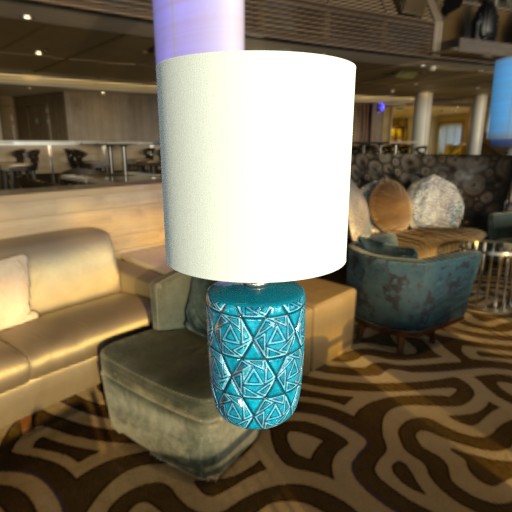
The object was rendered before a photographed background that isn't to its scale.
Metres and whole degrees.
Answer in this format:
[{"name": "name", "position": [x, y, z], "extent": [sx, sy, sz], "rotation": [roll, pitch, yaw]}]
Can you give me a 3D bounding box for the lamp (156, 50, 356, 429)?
[{"name": "lamp", "position": [0.000, 0.000, 0.483], "extent": [0.193, 0.377, 0.193], "rotation": [7, 16, 26]}]
